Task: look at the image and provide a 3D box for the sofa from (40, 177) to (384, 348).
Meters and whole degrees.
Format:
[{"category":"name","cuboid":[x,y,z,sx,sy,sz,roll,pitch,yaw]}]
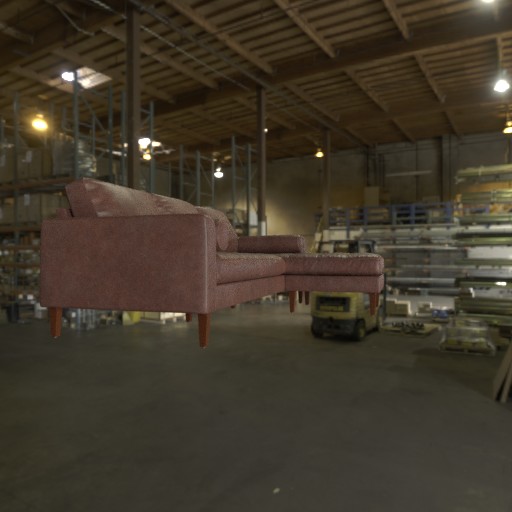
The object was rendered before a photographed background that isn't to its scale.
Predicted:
[{"category":"sofa","cuboid":[0.000,0.000,3.012,1.613,0.841,2.185,0,0,18]}]
